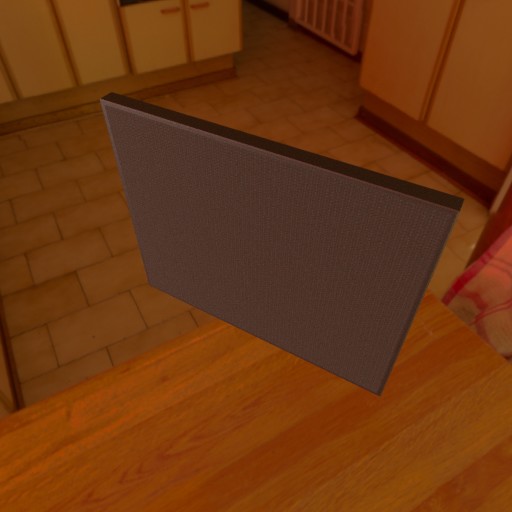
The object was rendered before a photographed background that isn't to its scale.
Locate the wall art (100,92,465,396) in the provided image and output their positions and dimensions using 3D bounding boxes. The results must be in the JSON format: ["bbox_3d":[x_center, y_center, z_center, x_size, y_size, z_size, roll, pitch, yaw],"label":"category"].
[{"bbox_3d":[0.000,0.000,0.781,0.559,0.458,0.029,22,50,20],"label":"wall art"}]
